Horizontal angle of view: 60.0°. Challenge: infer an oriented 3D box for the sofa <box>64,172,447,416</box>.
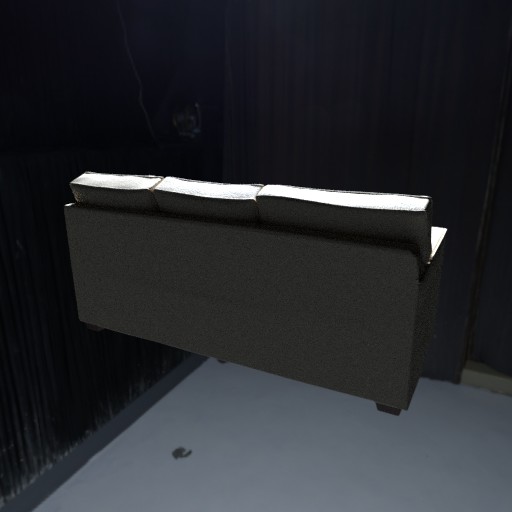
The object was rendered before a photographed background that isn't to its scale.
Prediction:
[{"bbox_3d":[0.000,0.000,2.591,1.962,0.946,1.034,8,18,26],"label":"sofa"}]
